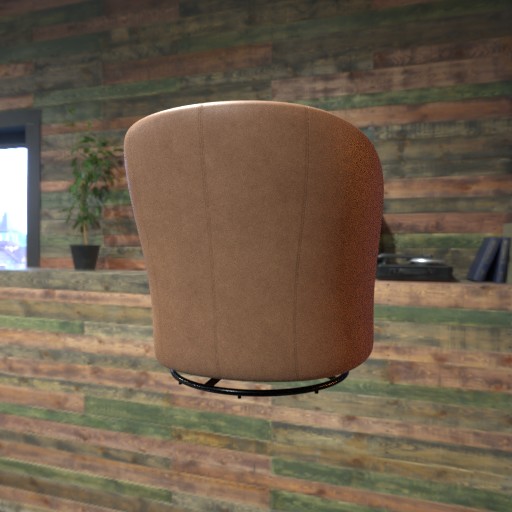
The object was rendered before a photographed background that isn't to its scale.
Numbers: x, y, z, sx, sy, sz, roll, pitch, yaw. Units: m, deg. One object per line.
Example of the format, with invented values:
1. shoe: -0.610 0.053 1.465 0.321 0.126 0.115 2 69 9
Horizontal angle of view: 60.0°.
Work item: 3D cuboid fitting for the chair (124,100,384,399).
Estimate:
1. chair: 0.000 0.000 1.455 0.791 0.771 0.815 0 1 19
